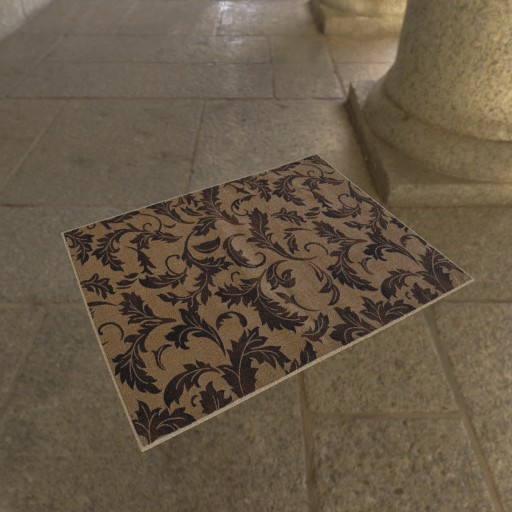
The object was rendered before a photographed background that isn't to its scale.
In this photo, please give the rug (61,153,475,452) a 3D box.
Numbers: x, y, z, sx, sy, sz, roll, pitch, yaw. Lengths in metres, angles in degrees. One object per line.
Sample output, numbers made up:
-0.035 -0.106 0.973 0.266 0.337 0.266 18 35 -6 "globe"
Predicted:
0.000 0.000 4.001 2.977 0.008 2.380 -21 48 -21 "rug"
